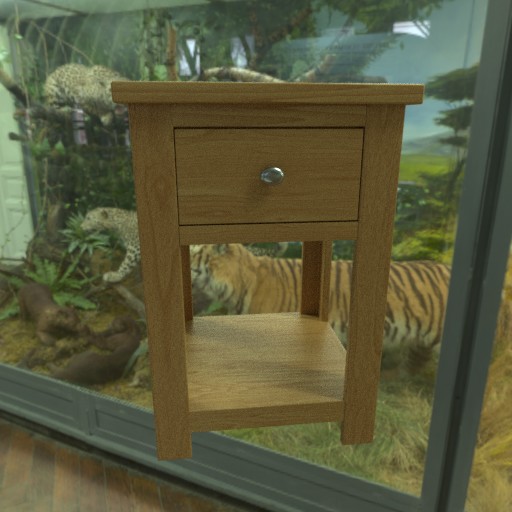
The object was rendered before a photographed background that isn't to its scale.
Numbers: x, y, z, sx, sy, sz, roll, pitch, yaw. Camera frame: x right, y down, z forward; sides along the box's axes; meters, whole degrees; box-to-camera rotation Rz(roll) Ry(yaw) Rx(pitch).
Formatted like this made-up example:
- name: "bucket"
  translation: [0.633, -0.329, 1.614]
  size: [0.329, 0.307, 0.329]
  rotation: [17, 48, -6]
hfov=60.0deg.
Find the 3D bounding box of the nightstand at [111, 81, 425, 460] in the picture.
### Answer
- name: "nightstand"
  translation: [0.000, 0.000, 0.882]
  size: [0.428, 0.614, 0.418]
  rotation: [-2, 17, -6]
